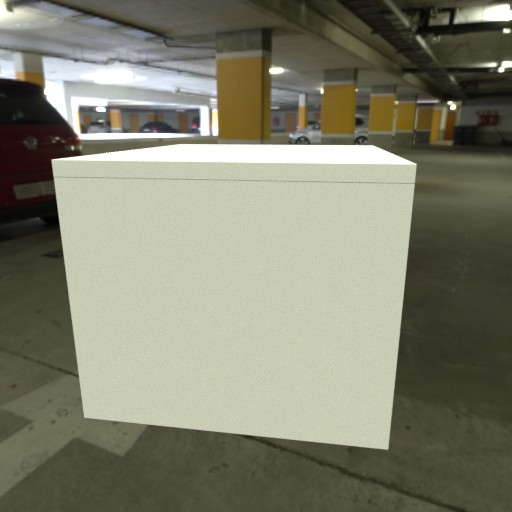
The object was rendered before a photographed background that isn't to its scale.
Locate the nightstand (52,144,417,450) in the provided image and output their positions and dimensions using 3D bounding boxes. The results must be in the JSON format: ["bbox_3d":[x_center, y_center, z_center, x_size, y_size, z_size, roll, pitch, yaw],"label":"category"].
[{"bbox_3d":[0.000,0.000,0.757,0.408,0.351,0.470,3,16,9],"label":"nightstand"}]
